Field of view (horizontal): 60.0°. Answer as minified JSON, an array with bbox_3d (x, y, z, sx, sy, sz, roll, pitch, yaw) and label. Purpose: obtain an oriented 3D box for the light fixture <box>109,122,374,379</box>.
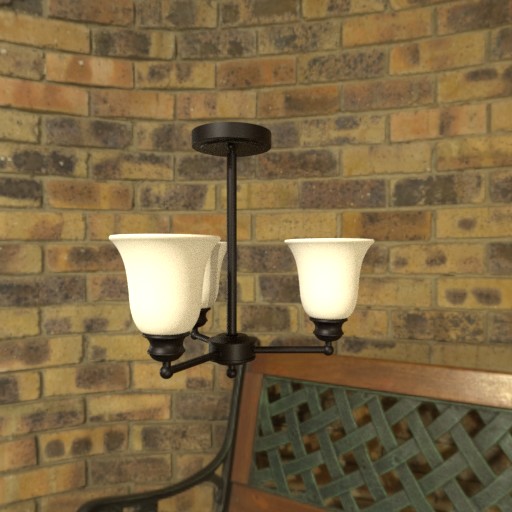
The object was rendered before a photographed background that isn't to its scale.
[{"bbox_3d":[0.000,0.000,0.671,0.354,0.370,0.388,0,0,0],"label":"light fixture"}]
